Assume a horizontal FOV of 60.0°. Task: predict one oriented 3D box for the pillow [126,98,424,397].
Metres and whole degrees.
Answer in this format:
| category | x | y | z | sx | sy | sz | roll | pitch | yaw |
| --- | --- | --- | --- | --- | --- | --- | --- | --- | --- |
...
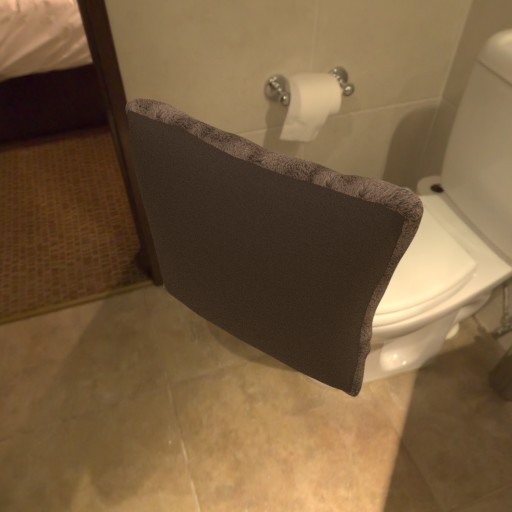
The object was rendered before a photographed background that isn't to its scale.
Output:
| category | x | y | z | sx | sy | sz | roll | pitch | yaw |
| --- | --- | --- | --- | --- | --- | --- | --- | --- | --- |
| pillow | 0.000 | 0.000 | 0.833 | 0.522 | 0.520 | 0.204 | 25 | 51 | 22 |
